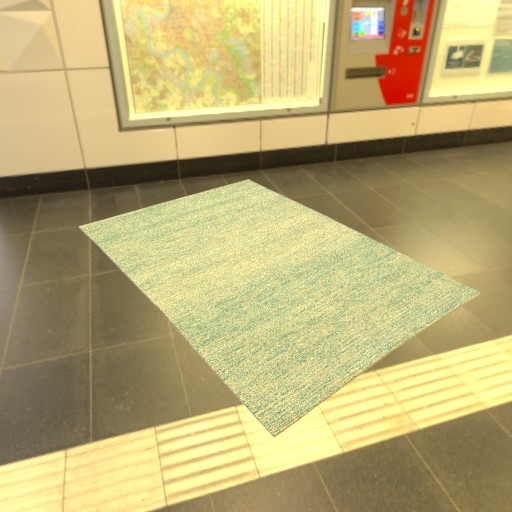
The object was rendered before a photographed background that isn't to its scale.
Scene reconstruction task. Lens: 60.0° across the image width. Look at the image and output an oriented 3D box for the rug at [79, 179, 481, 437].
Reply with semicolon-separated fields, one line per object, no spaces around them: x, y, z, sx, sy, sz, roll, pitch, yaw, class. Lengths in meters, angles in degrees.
0.000;0.000;2.961;1.593;0.029;2.305;-22;37;-31;rug
